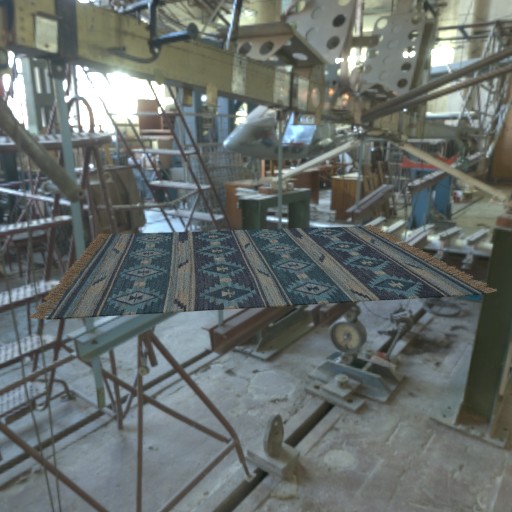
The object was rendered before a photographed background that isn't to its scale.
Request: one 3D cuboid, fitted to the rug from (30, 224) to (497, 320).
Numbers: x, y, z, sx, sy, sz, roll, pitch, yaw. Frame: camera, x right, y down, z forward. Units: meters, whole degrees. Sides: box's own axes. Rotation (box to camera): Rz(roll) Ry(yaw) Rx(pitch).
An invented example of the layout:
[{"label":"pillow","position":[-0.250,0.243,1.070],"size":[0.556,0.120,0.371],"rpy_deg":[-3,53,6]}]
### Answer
[{"label":"rug","position":[0.000,0.000,4.192],"size":[3.307,0.047,2.418],"rpy_deg":[-2,16,-8]}]
